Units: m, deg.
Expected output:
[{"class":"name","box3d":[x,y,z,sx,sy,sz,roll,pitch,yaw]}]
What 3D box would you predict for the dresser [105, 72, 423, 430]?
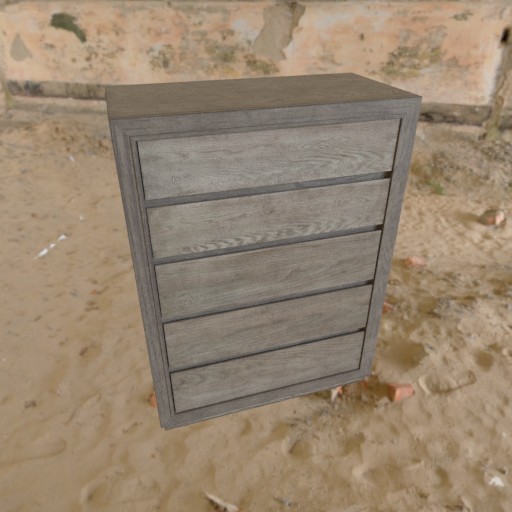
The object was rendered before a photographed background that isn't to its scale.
[{"class":"dresser","box3d":[0.000,0.000,1.824,0.967,1.295,0.483,-9,33,-15]}]
